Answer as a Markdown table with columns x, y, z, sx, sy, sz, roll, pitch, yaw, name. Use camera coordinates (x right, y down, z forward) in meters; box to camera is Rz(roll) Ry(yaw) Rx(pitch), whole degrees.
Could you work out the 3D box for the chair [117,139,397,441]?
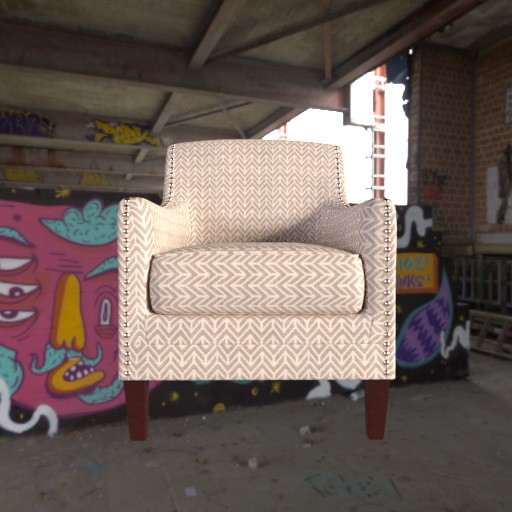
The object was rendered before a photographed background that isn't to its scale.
| x | y | z | sx | sy | sz | roll | pitch | yaw | name |
| --- | --- | --- | --- | --- | --- | --- | --- | --- | --- |
| 0.000 | 0.000 | 1.293 | 0.623 | 0.816 | 0.651 | 0 | 1 | -1 | chair |
